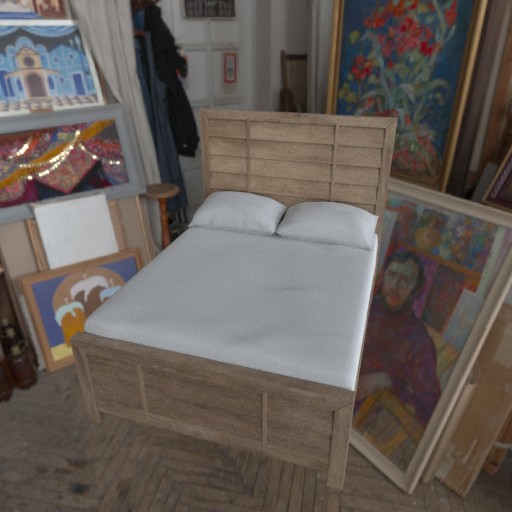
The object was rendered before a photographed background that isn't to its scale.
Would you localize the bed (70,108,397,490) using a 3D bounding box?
[{"bbox_3d":[0.000,0.000,3.098,1.615,1.631,2.017,8,28,16],"label":"bed"}]
